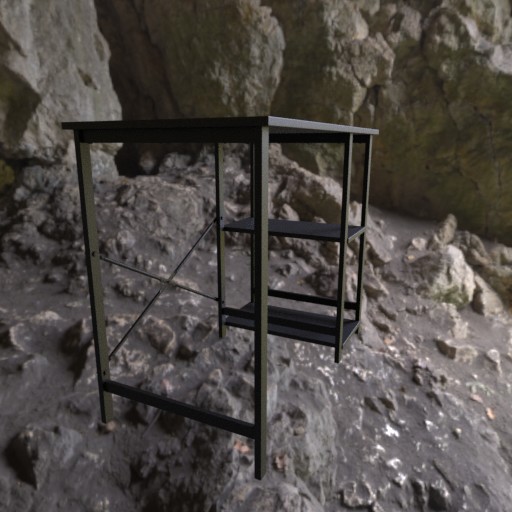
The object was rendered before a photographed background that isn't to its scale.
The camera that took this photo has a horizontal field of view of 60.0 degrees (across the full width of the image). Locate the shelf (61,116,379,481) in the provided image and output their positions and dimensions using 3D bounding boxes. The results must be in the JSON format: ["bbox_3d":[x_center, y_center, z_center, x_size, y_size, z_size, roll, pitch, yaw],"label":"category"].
[{"bbox_3d":[0.000,0.000,1.339,0.498,0.749,0.902,7,16,26],"label":"shelf"}]
